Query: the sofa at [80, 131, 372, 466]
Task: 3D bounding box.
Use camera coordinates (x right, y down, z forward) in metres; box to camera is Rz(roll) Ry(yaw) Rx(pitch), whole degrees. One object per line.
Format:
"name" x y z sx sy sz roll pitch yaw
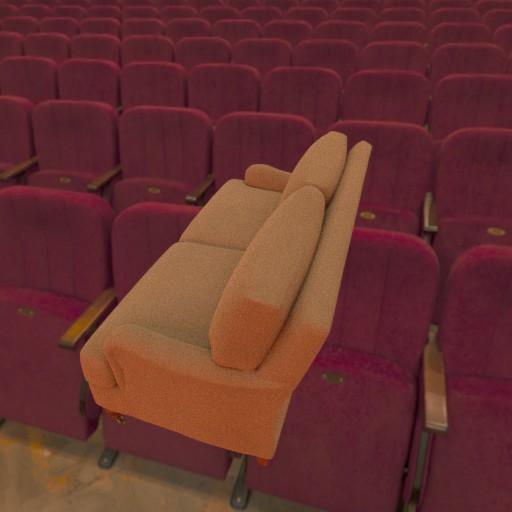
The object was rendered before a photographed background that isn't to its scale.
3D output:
"sofa" 0.000 0.000 2.606 1.091 0.997 2.070 9 34 14
